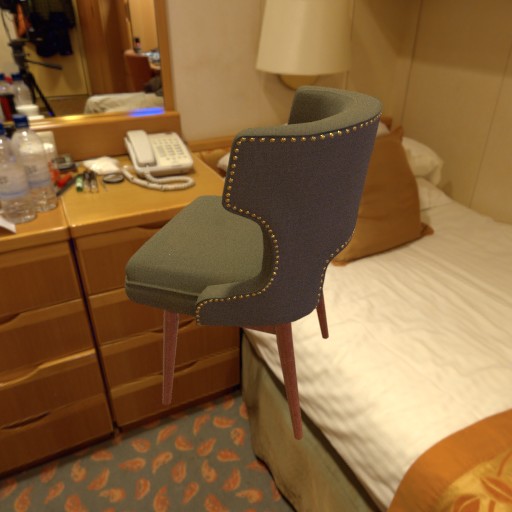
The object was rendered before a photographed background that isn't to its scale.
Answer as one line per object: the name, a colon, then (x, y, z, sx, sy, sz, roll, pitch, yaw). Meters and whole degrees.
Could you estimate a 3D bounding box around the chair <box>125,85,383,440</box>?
chair: (0.000, 0.000, 1.255, 0.581, 0.863, 0.595, 9, 31, 15)
